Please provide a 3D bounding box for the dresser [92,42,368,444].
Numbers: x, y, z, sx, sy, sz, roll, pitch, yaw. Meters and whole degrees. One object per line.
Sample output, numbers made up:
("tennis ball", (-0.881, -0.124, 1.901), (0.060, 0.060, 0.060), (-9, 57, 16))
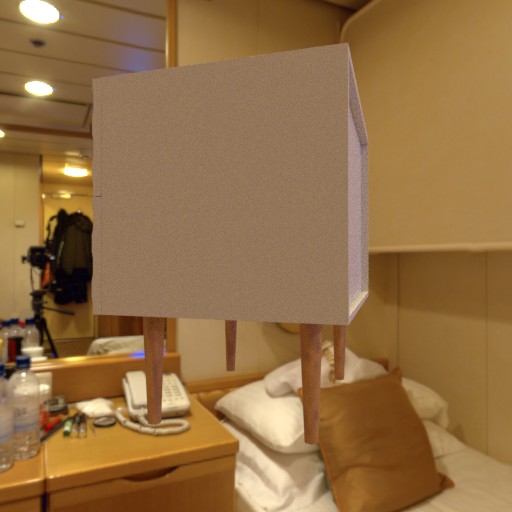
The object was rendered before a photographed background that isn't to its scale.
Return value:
("dresser", (0.000, 0.000, 0.893), (0.414, 0.568, 0.503), (0, 0, 17))
